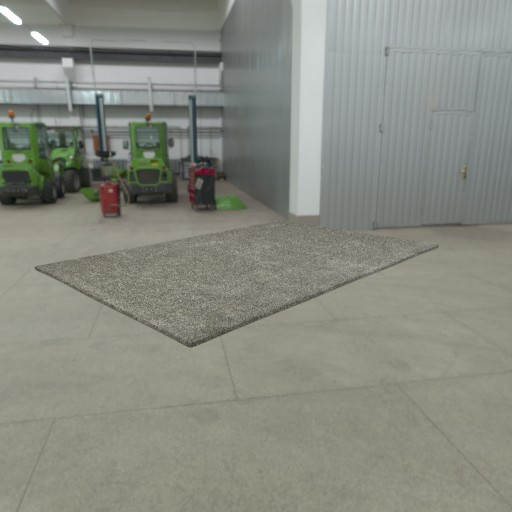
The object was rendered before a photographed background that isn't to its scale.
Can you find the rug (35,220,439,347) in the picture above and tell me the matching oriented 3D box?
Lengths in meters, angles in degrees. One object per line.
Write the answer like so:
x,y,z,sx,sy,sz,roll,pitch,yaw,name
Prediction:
0.000,0.000,3.501,1.802,0.026,2.699,14,20,42,rug
